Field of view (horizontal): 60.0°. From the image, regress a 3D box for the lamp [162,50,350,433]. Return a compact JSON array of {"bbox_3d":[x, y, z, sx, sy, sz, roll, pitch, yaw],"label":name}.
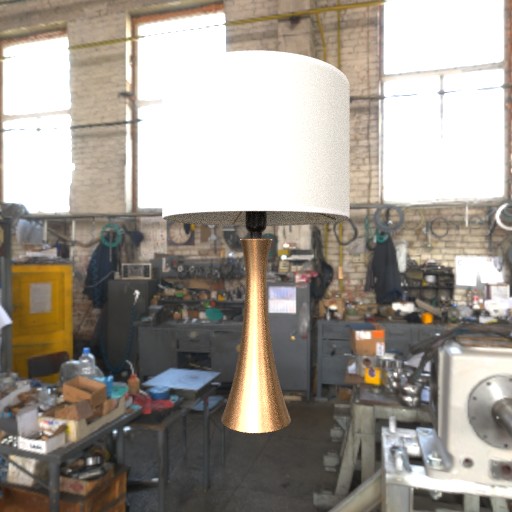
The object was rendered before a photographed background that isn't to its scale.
[{"bbox_3d":[0.000,0.000,0.649,0.268,0.479,0.268,0,0,-18],"label":"lamp"}]
